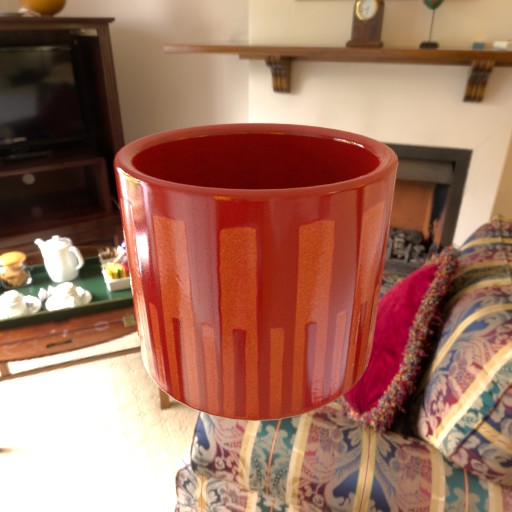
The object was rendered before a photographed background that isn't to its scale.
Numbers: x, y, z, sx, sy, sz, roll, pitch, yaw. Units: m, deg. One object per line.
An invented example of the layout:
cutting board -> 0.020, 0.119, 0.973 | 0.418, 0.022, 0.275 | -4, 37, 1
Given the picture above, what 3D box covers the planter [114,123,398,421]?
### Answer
planter -> 0.000, 0.000, 0.415 | 0.230, 0.202, 0.230 | 0, 27, 0
